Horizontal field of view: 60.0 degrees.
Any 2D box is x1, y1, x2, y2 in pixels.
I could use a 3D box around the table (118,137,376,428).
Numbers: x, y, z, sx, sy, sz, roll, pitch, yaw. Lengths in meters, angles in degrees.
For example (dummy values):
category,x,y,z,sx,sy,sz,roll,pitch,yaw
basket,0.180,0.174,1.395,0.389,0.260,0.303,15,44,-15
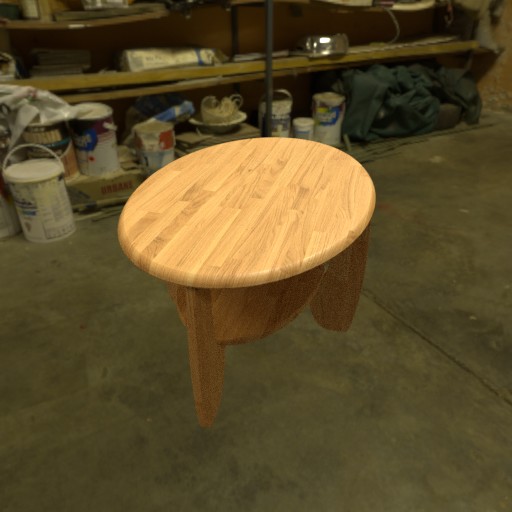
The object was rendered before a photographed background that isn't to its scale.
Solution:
category,x,y,z,sx,sy,sz,roll,pitch,yaw
table,0.000,0.000,1.430,0.690,0.490,1.040,8,32,13
